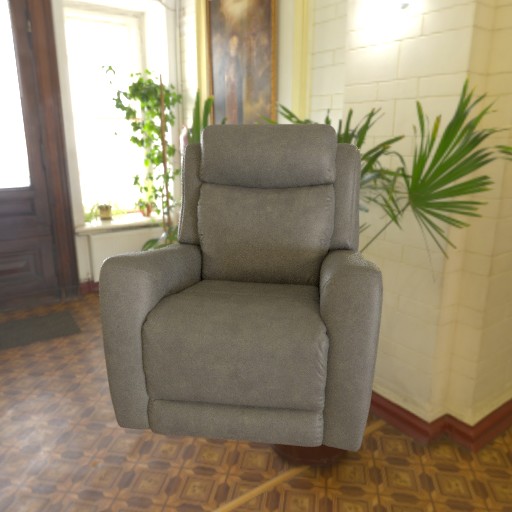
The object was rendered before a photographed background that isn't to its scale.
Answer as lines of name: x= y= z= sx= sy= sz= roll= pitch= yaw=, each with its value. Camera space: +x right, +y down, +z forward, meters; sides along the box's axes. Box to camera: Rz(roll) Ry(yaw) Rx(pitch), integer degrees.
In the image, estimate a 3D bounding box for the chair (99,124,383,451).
chair: x=0.000 y=0.000 z=1.912 sx=0.965 sy=1.116 sz=1.068 roll=2 pitch=15 yaw=9
